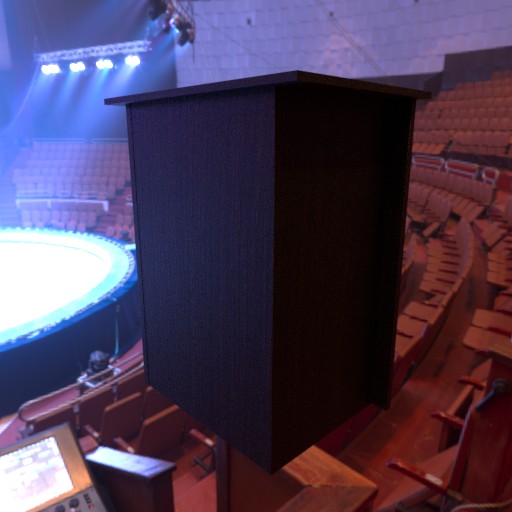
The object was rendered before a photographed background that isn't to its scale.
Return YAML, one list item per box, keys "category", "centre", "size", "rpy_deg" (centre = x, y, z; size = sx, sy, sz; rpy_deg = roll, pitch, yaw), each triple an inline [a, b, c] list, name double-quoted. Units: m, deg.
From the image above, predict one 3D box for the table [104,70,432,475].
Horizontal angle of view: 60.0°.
- category: "table"
  centre: [0.000, 0.000, 1.041]
  size: [0.406, 0.711, 0.591]
  rpy_deg: [-13, 20, -42]
